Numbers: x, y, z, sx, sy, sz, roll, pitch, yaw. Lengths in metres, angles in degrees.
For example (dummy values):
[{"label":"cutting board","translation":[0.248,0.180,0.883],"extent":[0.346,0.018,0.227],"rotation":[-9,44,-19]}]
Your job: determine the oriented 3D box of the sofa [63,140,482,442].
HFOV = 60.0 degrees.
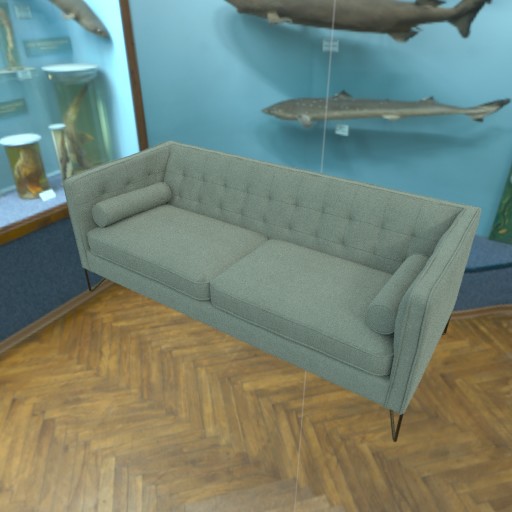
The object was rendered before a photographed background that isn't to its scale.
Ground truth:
[{"label":"sofa","translation":[0.000,0.000,2.524],"extent":[2.079,0.798,0.912],"rotation":[19,36,29]}]
